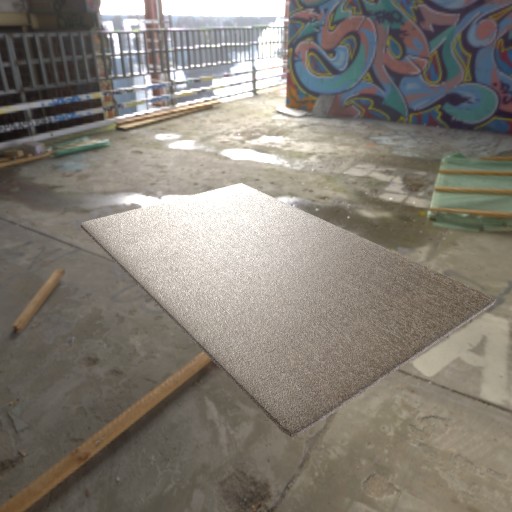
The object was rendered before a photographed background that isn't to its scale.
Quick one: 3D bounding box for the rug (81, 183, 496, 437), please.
[{"bbox_3d":[0.000,0.000,2.938,1.539,0.024,2.469,-20,34,-32],"label":"rug"}]
